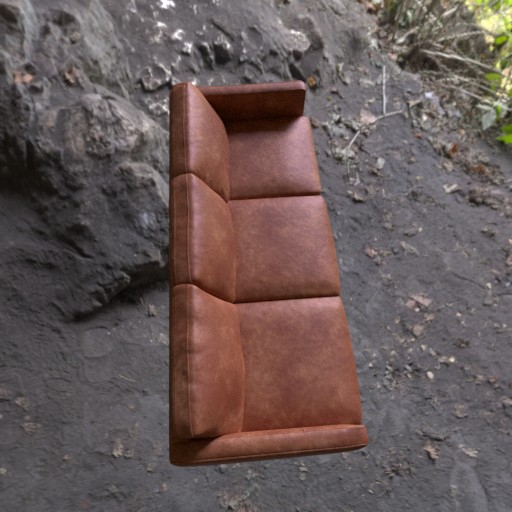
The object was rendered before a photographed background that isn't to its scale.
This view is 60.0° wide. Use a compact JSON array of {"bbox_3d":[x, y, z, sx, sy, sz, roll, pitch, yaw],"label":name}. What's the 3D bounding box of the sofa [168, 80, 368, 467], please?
[{"bbox_3d":[0.000,0.000,2.941,1.045,1.006,2.464,-4,65,-2],"label":"sofa"}]
